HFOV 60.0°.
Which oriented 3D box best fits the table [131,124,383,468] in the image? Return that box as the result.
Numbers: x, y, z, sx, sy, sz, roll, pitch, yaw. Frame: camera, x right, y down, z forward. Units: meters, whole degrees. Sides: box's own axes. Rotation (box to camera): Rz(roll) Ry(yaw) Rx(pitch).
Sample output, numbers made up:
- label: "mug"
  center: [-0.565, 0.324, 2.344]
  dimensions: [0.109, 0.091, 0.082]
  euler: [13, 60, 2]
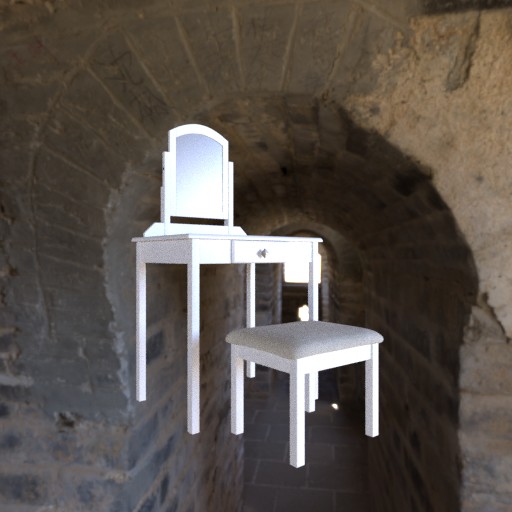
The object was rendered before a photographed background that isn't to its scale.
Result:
- label: "table"
  center: [0.000, 0.000, 2.317]
  dimensions: [0.876, 1.631, 1.211]
  euler: [0, 0, -38]
